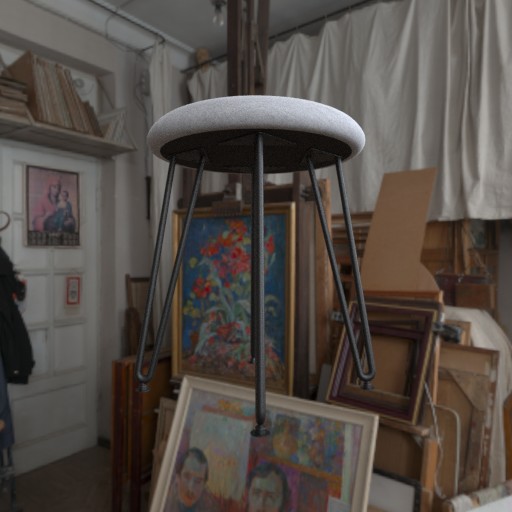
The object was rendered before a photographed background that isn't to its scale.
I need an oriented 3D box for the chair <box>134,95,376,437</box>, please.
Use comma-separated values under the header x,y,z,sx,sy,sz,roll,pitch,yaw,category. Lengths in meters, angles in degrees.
x,y,z,sx,sy,sz,roll,pitch,yaw,category
0.000,0.000,0.644,0.350,0.386,0.350,0,0,-2,chair
